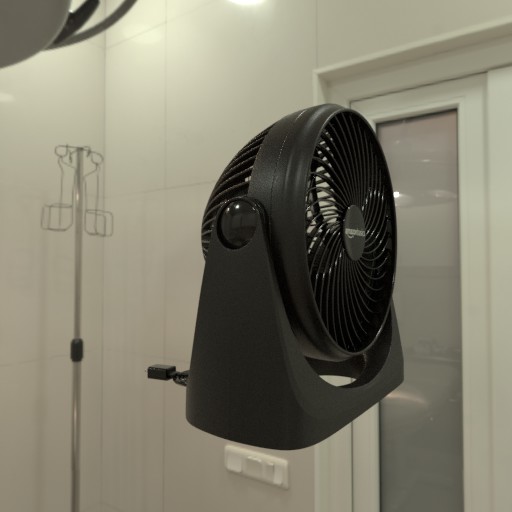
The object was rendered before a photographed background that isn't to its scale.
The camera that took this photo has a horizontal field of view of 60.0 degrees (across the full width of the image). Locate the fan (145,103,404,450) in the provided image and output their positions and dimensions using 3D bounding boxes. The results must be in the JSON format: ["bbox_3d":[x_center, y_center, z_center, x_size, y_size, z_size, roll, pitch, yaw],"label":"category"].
[{"bbox_3d":[0.000,0.000,0.476,0.256,0.277,0.273,-1,-2,34],"label":"fan"}]
